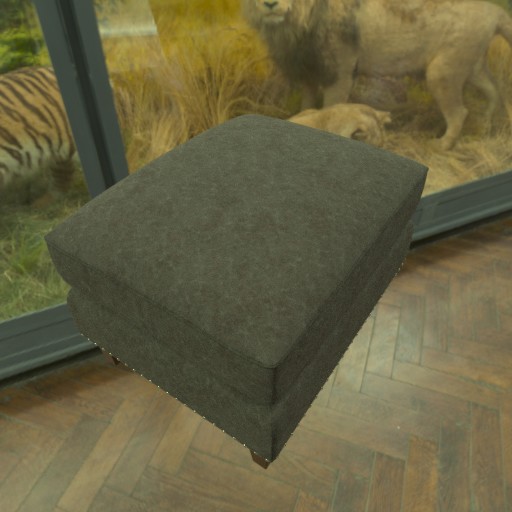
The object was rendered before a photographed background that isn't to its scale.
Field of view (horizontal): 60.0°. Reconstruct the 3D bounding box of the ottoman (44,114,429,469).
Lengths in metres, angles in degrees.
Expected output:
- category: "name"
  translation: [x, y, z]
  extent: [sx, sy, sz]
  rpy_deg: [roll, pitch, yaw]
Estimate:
- category: "ottoman"
  translation: [0.000, 0.000, 1.123]
  extent: [0.584, 0.513, 0.741]
  rpy_deg: [24, 47, 25]
